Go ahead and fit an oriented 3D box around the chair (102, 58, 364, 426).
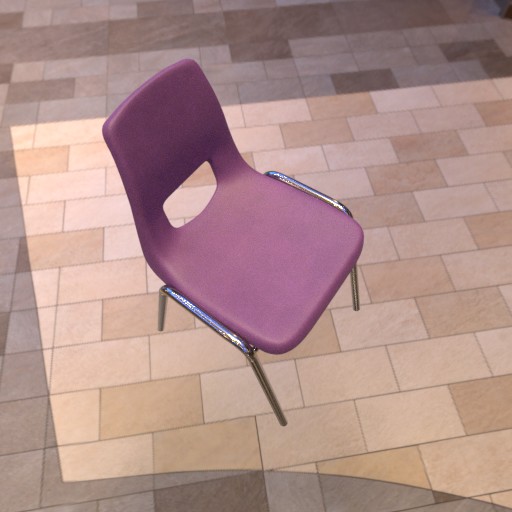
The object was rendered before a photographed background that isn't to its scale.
[{"bbox_3d":[0.000,0.000,0.912,0.432,0.654,0.381,31,64,17],"label":"chair"}]
